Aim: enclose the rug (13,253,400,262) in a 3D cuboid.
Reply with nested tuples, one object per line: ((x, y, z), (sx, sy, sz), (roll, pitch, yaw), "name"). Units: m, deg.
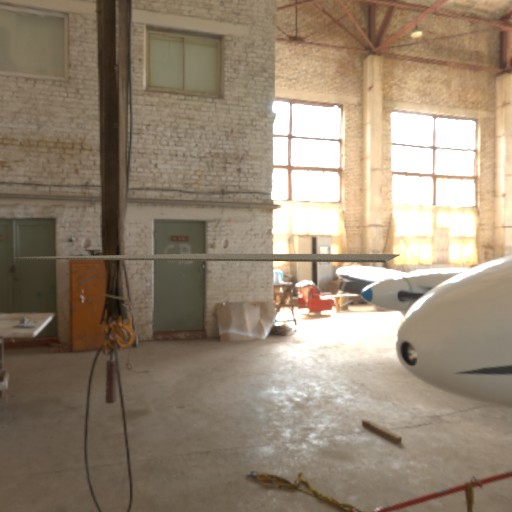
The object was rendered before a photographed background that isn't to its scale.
((0.000, 0.000, 3.434), (2.073, 0.011, 2.584), (0, 1, 19), "rug")
